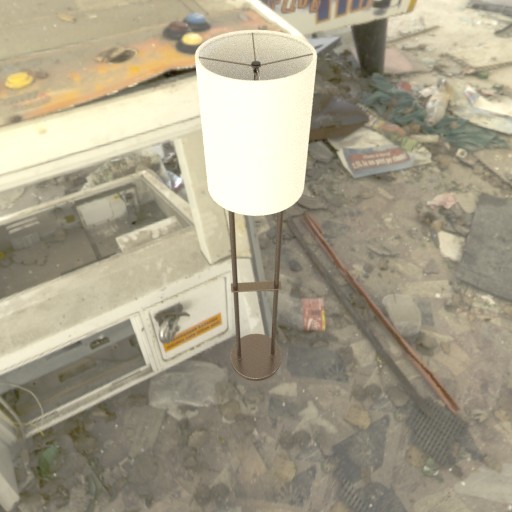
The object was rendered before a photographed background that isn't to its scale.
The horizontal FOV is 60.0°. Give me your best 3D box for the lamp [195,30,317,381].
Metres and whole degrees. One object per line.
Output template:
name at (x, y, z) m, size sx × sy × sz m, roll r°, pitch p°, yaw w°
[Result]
lamp at (0.000, 0.000, 1.663) m, size 0.306 × 1.500 × 0.305 m, roll -3°, pitch 47°, yaw -3°
